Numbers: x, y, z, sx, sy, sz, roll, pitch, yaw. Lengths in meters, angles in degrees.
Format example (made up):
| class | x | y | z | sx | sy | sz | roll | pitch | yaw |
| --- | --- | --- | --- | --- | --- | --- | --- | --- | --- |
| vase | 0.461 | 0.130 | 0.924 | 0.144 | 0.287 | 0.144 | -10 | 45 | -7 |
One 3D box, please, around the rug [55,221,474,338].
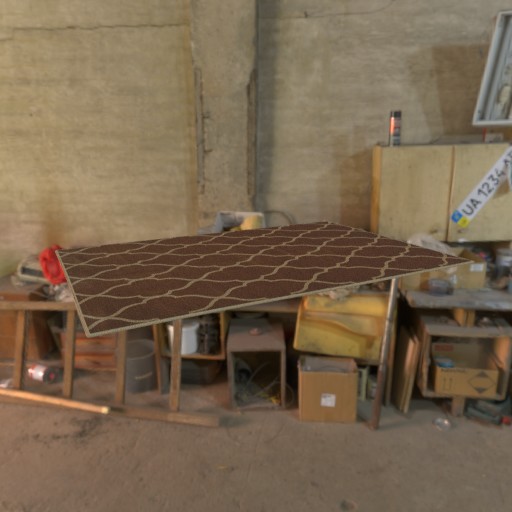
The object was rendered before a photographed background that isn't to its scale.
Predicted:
| class | x | y | z | sx | sy | sz | roll | pitch | yaw |
| --- | --- | --- | --- | --- | --- | --- | --- | --- | --- |
| rug | 0.000 | 0.000 | 2.889 | 2.294 | 0.014 | 1.528 | -8 | 17 | -27 |
